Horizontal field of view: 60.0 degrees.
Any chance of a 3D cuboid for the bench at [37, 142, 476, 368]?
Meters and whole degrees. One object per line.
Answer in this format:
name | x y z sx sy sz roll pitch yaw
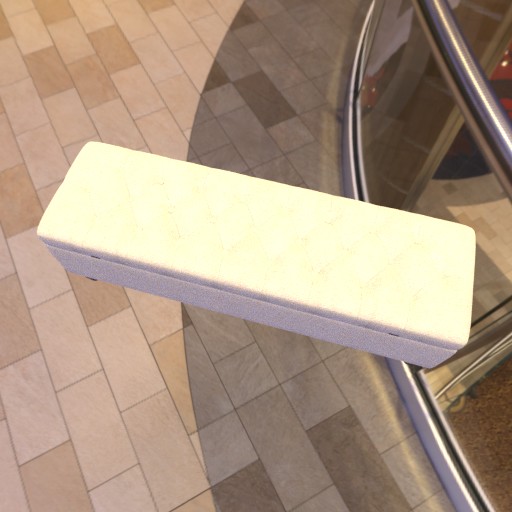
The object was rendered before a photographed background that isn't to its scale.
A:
bench | 0.000 0.000 1.719 1.480 0.467 0.455 14 64 7
